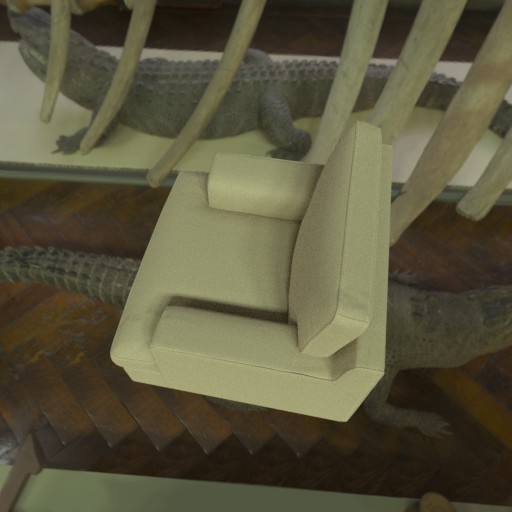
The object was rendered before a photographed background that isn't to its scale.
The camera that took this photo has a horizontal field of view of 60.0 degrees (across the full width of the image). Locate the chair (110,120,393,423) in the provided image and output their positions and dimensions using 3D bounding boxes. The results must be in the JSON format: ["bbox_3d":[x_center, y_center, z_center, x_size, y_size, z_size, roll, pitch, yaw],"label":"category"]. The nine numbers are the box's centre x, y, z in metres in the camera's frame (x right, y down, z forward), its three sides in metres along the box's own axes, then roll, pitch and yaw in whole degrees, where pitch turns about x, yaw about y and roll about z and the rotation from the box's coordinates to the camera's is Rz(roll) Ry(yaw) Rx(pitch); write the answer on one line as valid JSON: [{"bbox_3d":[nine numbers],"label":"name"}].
[{"bbox_3d":[0.000,0.000,2.146,1.274,1.005,1.293,3,57,2],"label":"chair"}]
